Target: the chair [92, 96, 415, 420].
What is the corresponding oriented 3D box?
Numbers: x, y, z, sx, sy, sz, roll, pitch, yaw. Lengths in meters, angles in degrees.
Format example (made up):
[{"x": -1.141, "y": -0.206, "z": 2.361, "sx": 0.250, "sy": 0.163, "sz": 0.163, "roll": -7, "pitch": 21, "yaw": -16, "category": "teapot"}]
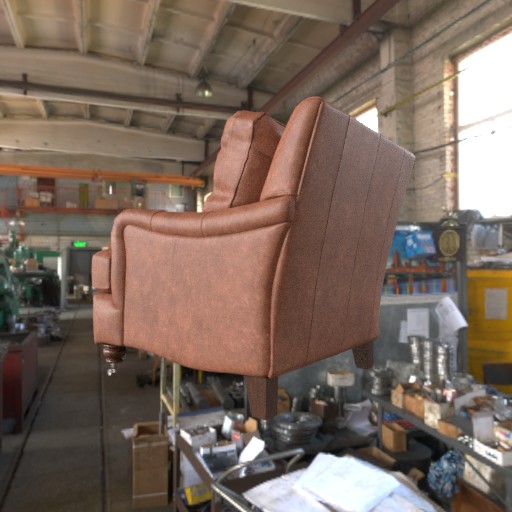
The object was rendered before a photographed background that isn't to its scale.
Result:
[{"x": 0.000, "y": 0.000, "z": 1.983, "sx": 1.158, "sy": 1.055, "sz": 0.986, "roll": 0, "pitch": -1, "yaw": 37, "category": "chair"}]
